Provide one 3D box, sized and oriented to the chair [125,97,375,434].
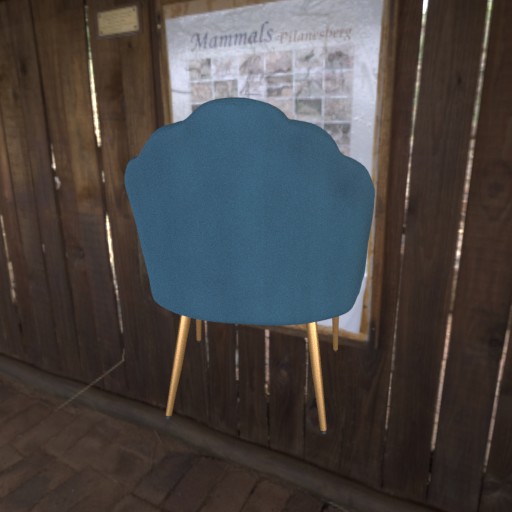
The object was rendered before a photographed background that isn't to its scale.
[{"bbox_3d":[0.000,0.000,1.266,0.657,0.819,0.599,2,16,8],"label":"chair"}]
